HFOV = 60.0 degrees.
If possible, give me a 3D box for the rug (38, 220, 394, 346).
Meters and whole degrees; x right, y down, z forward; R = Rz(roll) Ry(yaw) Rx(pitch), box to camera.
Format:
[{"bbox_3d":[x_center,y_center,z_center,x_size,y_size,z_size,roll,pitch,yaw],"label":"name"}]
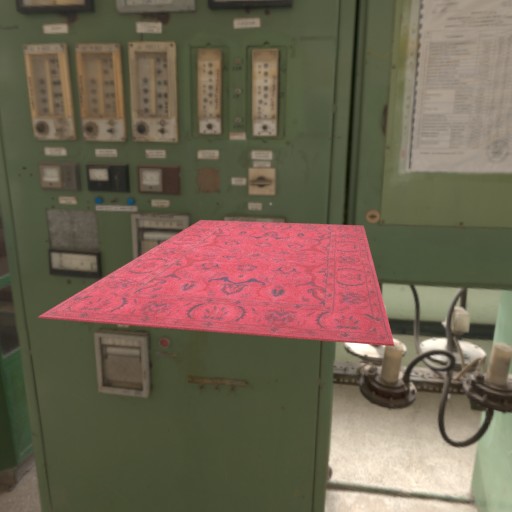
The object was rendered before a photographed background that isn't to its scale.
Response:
[{"bbox_3d":[0.000,0.000,2.992,1.534,0.010,2.423,3,15,10],"label":"rug"}]
